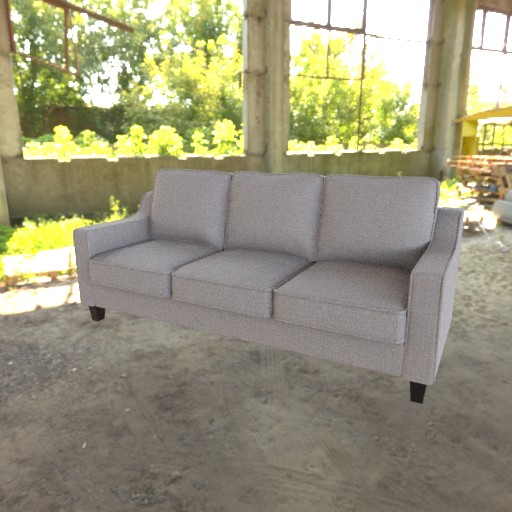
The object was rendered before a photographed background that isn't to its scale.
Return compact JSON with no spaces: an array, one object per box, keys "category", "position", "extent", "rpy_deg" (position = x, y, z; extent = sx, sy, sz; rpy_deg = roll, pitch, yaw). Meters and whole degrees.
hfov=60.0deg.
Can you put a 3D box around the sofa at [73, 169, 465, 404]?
[{"category":"sofa","position":[0.000,0.000,2.607],"extent":[2.129,0.950,0.899],"rpy_deg":[7,16,27]}]
